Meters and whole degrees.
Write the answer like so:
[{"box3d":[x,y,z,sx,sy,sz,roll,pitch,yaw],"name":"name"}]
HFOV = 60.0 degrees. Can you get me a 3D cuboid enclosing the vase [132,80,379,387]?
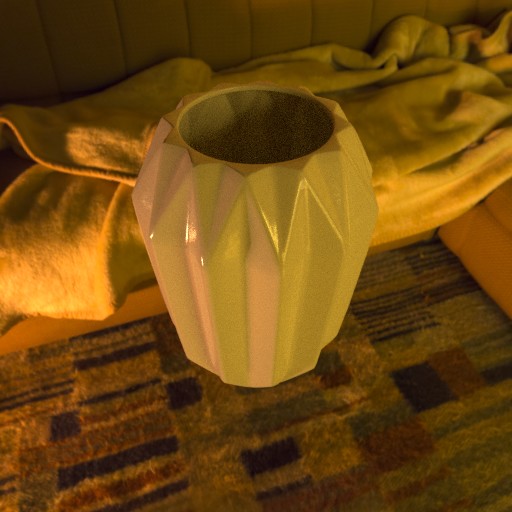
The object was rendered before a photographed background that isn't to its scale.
[{"box3d":[0.000,0.000,0.411,0.195,0.275,0.195,0,45,0],"name":"vase"}]
